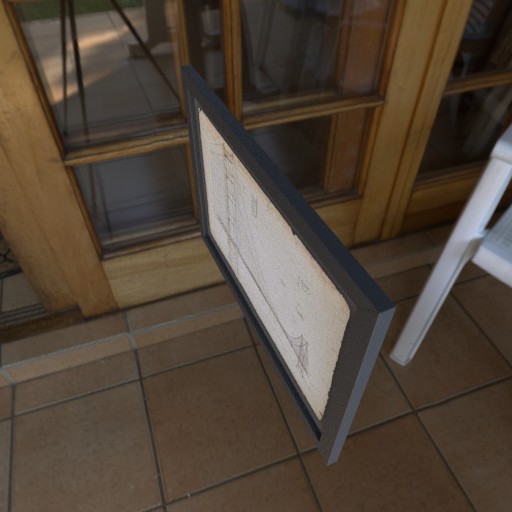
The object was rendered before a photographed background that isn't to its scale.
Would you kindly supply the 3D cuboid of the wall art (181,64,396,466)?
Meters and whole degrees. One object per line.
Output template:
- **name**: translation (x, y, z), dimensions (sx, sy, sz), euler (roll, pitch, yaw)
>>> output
- **wall art**: translation (0.000, 0.000, 0.552), dimensions (0.016, 0.306, 0.432), euler (-19, 49, -17)
